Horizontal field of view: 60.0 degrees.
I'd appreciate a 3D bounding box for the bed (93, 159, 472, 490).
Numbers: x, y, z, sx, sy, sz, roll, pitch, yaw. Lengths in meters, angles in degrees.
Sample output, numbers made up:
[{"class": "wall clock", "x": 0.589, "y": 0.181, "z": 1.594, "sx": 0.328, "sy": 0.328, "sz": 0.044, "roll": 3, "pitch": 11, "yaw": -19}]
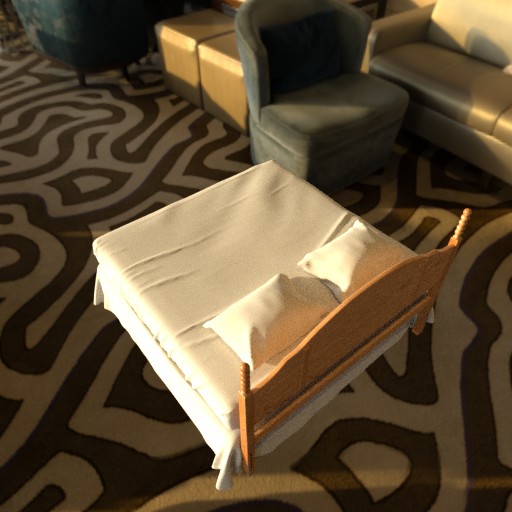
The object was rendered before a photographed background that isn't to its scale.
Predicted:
[{"class": "bed", "x": 0.000, "y": 0.000, "z": 3.561, "sx": 2.322, "sy": 1.355, "sz": 2.219, "roll": -29, "pitch": 52, "yaw": -26}]
